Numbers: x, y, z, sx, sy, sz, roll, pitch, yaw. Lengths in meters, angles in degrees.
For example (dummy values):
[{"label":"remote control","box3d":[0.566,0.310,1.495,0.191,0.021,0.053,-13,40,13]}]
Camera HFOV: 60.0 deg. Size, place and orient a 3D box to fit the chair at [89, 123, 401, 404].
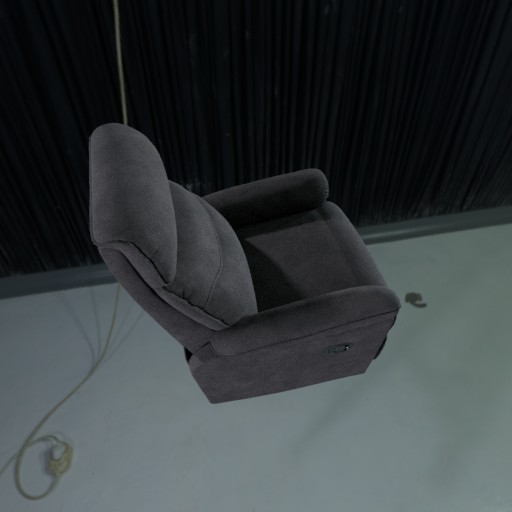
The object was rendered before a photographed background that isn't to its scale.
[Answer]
[{"label":"chair","box3d":[0.000,0.000,1.729,1.009,1.035,0.830,-11,48,-10]}]
